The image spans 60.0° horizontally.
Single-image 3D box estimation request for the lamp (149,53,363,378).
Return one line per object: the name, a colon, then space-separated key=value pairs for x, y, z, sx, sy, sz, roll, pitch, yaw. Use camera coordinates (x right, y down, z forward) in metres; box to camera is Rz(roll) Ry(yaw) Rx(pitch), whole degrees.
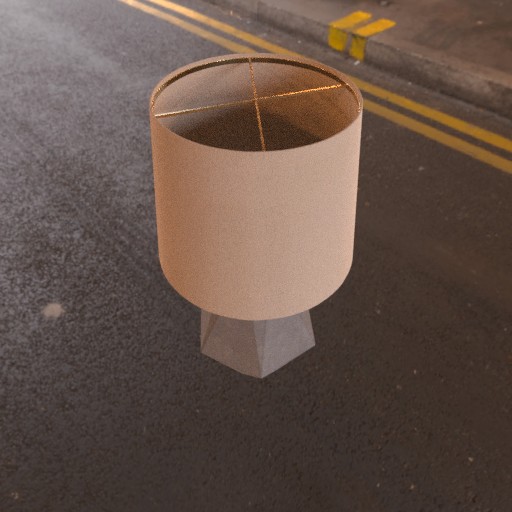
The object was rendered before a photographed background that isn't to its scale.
lamp: x=0.000 y=0.000 z=0.659 sx=0.276 sy=0.501 sz=0.276 roll=0 pitch=46 yaw=0
